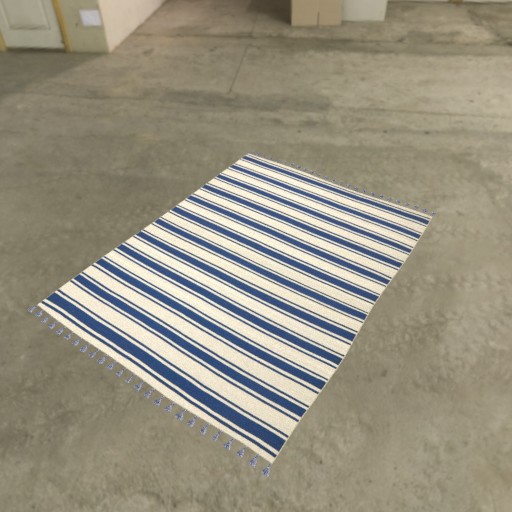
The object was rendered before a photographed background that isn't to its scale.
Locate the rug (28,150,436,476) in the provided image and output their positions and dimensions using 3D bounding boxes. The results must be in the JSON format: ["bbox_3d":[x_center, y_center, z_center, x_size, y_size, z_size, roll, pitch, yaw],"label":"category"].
[{"bbox_3d":[0.000,0.000,4.332,2.471,0.016,3.416,25,48,25],"label":"rug"}]
